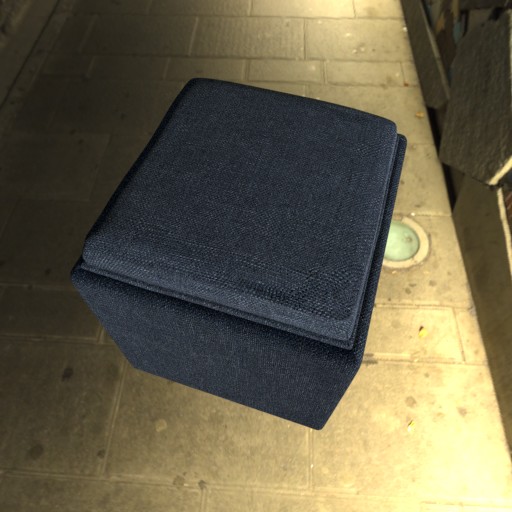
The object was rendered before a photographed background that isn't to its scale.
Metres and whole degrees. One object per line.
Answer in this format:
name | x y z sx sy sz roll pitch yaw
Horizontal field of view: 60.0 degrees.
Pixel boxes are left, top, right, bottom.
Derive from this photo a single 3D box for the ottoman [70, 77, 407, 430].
ottoman | 0.000 0.000 0.866 0.436 0.493 0.454 16 59 10
